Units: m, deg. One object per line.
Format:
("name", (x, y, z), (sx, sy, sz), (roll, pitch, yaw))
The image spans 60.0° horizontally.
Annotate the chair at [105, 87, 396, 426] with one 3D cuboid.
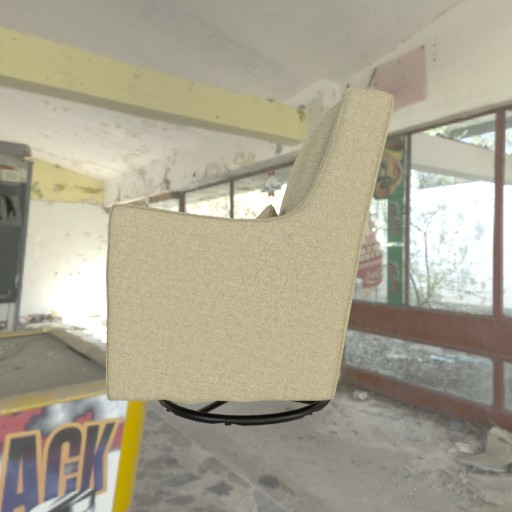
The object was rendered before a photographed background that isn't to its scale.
("chair", (0.000, 0.000, 1.590), (0.879, 0.993, 0.732), (0, 0, 0))
